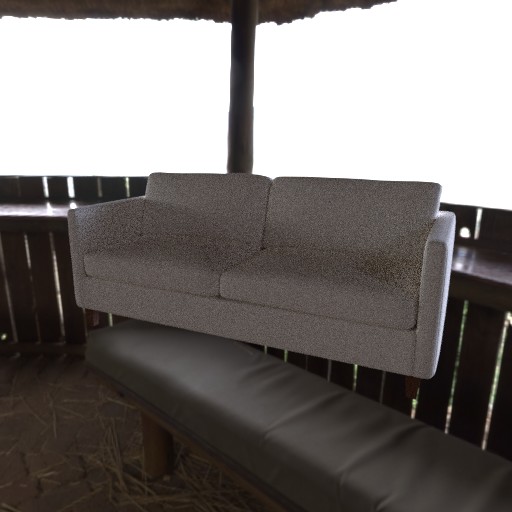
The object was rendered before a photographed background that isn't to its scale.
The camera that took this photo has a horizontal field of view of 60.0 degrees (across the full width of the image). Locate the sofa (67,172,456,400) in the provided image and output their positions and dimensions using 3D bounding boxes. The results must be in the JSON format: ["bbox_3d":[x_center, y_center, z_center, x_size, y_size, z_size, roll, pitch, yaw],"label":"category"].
[{"bbox_3d":[0.000,0.000,2.660,2.139,0.933,0.924,7,16,24],"label":"sofa"}]
